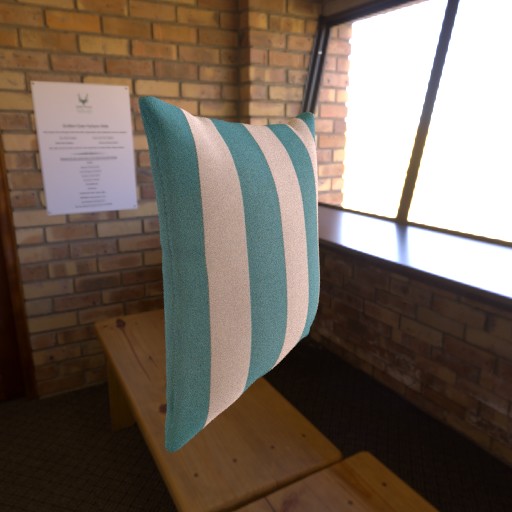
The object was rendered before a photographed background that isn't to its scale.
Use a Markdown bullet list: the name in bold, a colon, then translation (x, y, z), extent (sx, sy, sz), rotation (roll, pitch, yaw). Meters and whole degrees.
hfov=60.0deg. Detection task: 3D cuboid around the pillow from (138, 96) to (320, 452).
- **pillow**: translation (0.000, 0.000, 0.819), extent (0.189, 0.526, 0.536), rotation (8, 17, 27)
